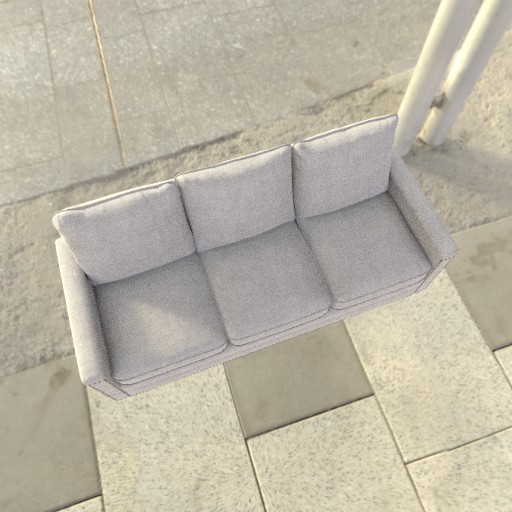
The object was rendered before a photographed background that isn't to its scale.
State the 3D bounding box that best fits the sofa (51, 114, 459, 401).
[{"bbox_3d":[0.000,0.000,2.382,1.925,0.959,0.828,-18,65,-9],"label":"sofa"}]
